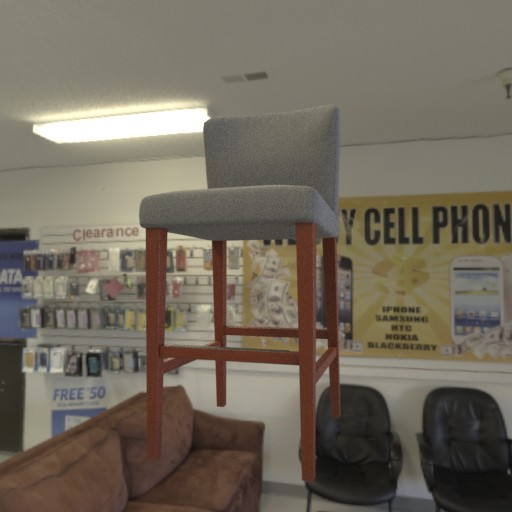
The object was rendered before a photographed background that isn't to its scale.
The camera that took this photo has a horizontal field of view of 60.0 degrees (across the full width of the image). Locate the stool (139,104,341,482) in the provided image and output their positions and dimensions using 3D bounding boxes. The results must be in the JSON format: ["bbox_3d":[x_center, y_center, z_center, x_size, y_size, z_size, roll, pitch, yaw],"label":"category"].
[{"bbox_3d":[0.000,0.000,1.350,0.481,1.069,0.568,-1,-3,17],"label":"stool"}]
